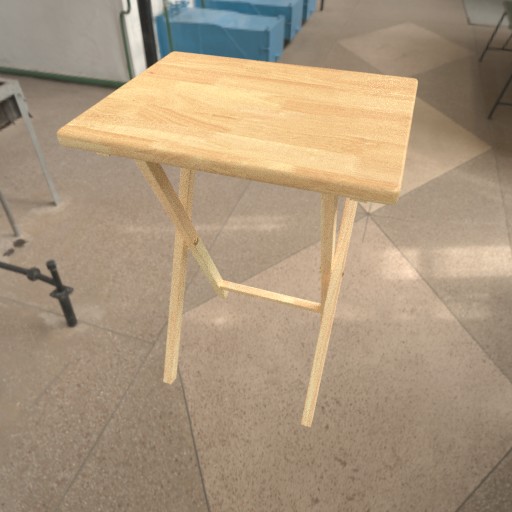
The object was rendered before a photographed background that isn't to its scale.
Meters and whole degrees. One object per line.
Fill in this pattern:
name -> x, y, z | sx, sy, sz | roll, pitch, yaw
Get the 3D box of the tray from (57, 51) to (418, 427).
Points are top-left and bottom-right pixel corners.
tray -> 0.000, 0.000, 0.929 | 0.483, 0.660, 0.381 | 13, 43, 14
